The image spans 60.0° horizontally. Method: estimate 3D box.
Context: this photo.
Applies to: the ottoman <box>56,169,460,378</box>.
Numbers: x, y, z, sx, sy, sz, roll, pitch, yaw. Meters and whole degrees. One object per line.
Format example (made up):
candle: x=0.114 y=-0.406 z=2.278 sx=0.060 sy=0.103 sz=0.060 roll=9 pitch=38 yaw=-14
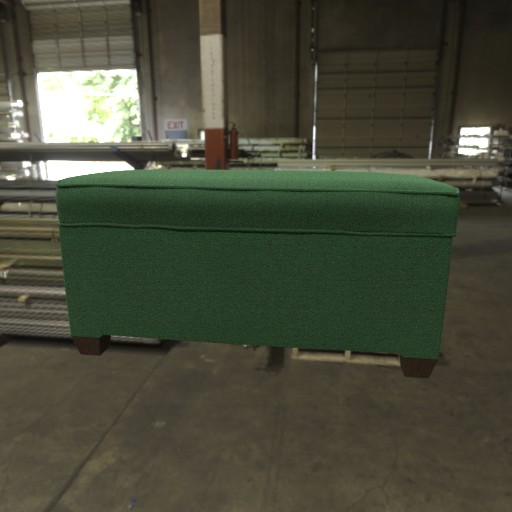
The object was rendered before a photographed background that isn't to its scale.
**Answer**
ottoman: x=0.000 y=0.000 z=1.252 sx=0.957 sy=0.471 sz=0.483 roll=2 pitch=15 yaw=8
